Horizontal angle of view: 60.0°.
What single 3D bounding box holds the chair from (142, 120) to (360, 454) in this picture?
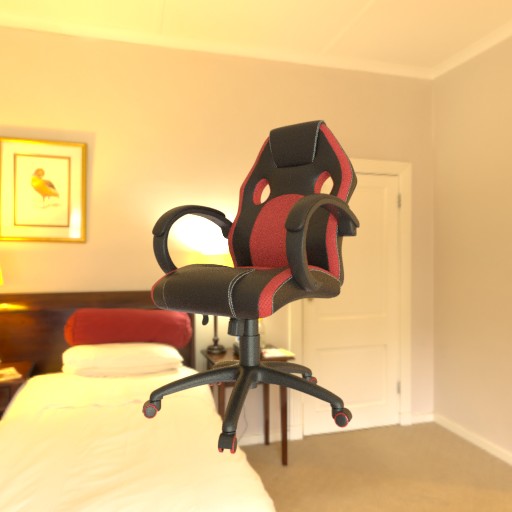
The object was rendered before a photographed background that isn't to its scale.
[{"bbox_3d":[0.000,0.000,1.717,0.750,1.189,0.783,0,0,35],"label":"chair"}]
